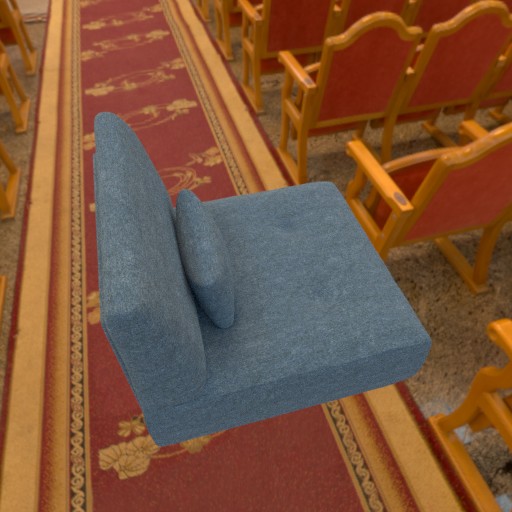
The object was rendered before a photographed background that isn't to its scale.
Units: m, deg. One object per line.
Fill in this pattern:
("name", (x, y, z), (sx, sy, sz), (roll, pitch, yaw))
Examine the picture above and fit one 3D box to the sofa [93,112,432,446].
("sofa", (0.000, 0.000, 1.635), (1.000, 0.820, 0.930), (-12, 49, -10))
